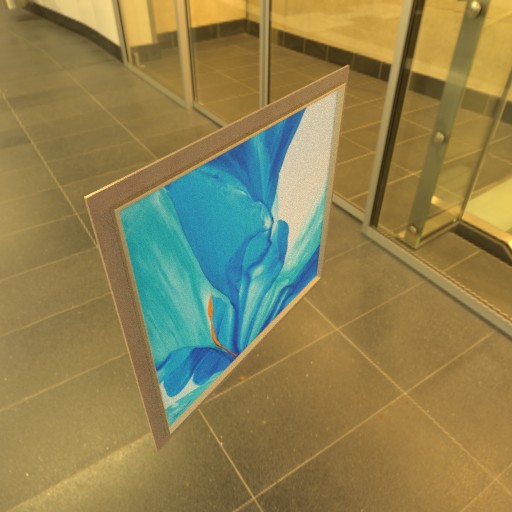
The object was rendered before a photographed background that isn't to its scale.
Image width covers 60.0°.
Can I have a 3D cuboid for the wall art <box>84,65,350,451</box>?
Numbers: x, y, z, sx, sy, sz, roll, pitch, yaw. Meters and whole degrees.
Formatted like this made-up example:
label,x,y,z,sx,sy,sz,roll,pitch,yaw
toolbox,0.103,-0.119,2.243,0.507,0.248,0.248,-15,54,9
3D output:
label,x,y,z,sx,sy,sz,roll,pitch,yaw
wall art,0.000,0.000,1.623,0.025,1.067,1.168,25,46,28
